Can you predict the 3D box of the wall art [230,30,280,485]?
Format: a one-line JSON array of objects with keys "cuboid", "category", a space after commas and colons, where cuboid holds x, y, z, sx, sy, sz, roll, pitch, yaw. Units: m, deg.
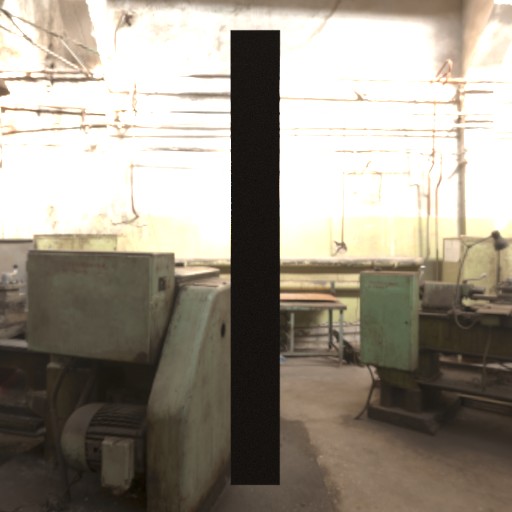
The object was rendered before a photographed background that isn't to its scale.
[{"cuboid": [0.000, 0.000, 0.448, 0.033, 0.304, 0.305, 0, 1, 0], "category": "wall art"}]
